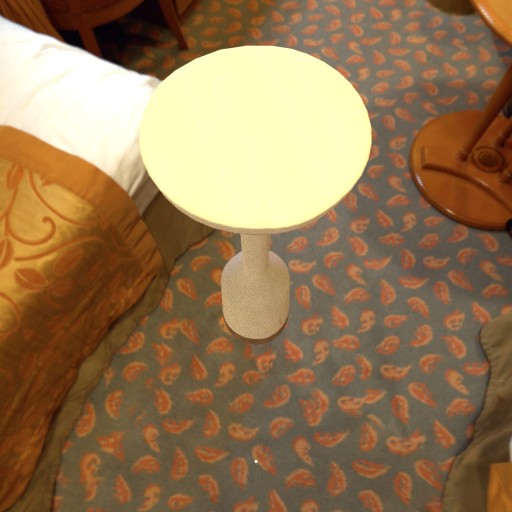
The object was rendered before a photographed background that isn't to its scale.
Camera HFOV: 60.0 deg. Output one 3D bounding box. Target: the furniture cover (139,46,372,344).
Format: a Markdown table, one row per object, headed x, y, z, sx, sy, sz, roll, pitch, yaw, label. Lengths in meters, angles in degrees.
| x | y | z | sx | sy | sz | roll | pitch | yaw | label |
| --- | --- | --- | --- | --- | --- | --- | --- | --- | --- |
| 0.000 | 0.000 | 2.831 | 0.914 | 2.413 | 0.914 | -18 | 66 | -8 | furniture cover |
